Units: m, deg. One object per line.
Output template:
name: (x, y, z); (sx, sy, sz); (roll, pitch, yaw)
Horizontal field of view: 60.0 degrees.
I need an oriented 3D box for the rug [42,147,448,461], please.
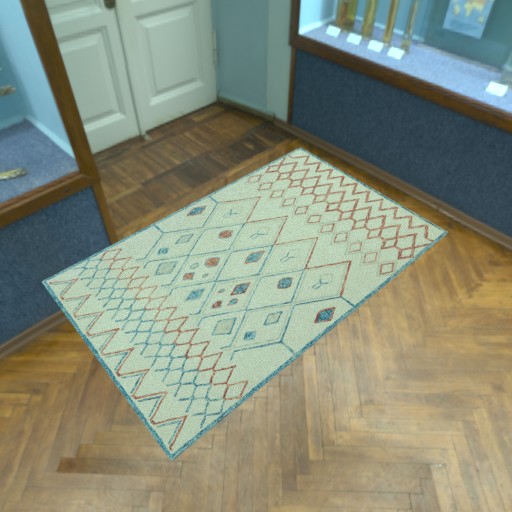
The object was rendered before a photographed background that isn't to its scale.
rug: (0.000, 0.000, 3.096); (2.438, 0.015, 1.524); (-33, 54, -27)
